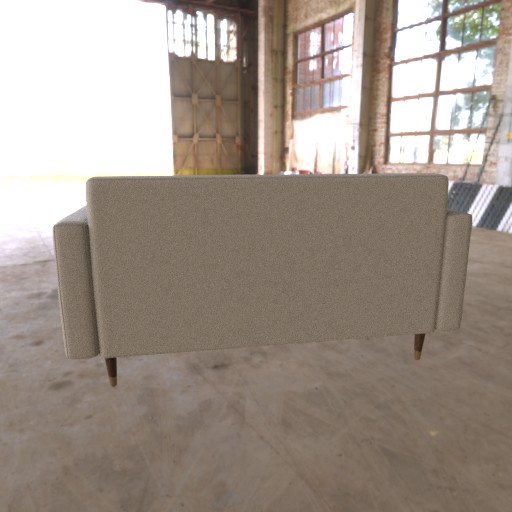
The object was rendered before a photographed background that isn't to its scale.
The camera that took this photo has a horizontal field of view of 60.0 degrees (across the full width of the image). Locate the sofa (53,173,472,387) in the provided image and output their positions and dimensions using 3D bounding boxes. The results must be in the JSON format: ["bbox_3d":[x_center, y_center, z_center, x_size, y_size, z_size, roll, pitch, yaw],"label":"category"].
[{"bbox_3d":[0.000,0.000,2.114,1.585,0.801,0.950,-2,13,-10],"label":"sofa"}]
